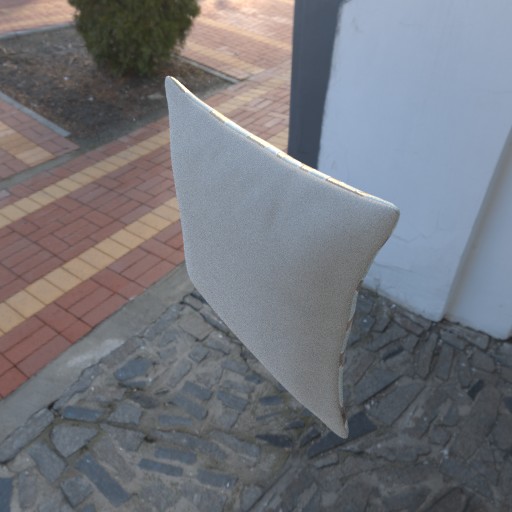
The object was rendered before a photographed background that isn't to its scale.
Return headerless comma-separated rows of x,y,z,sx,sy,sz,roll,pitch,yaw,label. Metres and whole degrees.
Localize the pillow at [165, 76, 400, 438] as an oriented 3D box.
0.000,0.000,0.819,0.166,0.508,0.552,-25,46,-27,pillow
